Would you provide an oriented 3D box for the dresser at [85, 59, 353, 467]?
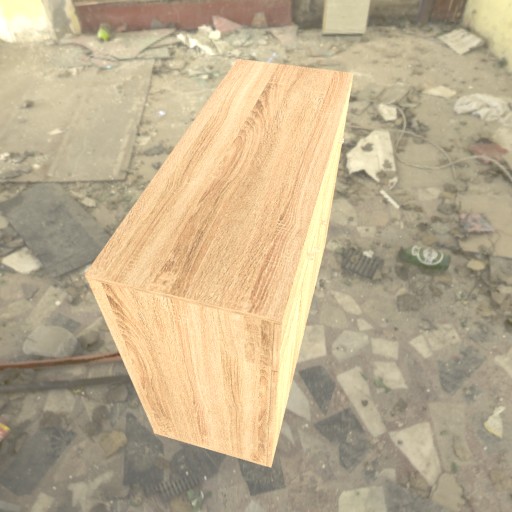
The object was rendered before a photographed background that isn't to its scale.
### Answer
[{"bbox_3d":[0.000,0.000,1.591,0.450,0.900,1.100,12,48,11],"label":"dresser"}]
